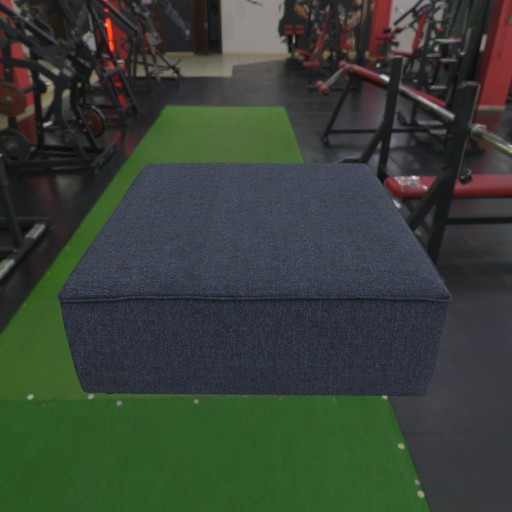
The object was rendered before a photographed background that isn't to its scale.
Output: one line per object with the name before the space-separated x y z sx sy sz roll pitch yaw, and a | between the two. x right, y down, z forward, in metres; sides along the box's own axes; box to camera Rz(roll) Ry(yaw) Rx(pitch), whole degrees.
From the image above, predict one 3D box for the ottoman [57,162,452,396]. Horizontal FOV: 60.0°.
ottoman | 0.000 0.000 1.616 1.017 0.423 1.023 1 30 1
